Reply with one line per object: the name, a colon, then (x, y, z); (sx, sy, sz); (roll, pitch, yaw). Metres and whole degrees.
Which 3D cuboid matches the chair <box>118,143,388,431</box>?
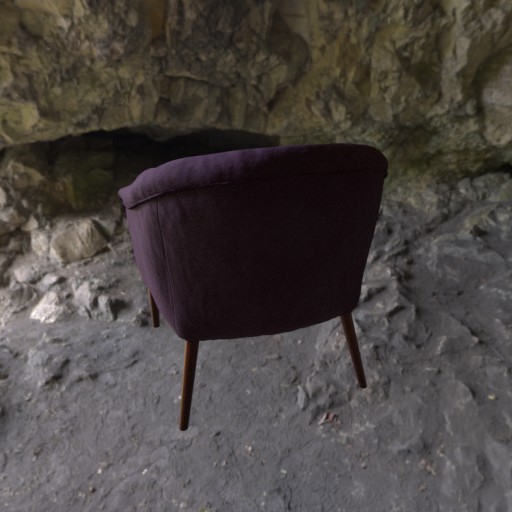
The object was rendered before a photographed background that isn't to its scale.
chair: (0.000, 0.000, 1.522); (0.851, 0.885, 0.776); (-8, 27, -15)
